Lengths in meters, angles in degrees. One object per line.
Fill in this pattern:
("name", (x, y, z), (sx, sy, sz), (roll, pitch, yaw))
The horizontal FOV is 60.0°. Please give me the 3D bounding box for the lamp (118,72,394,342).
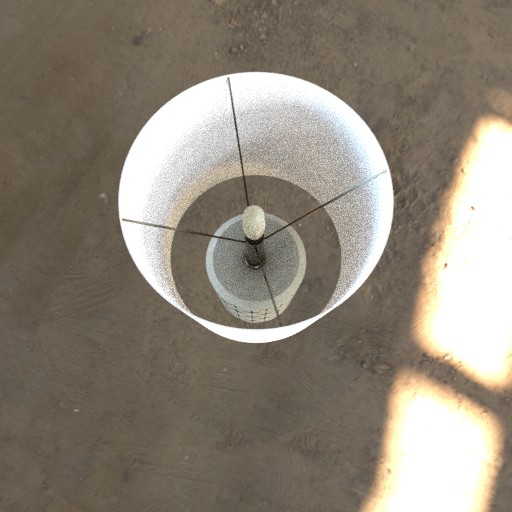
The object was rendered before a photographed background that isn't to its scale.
("lamp", (0.000, 0.000, 0.535), (0.206, 0.416, 0.206), (-11, 77, -3))
